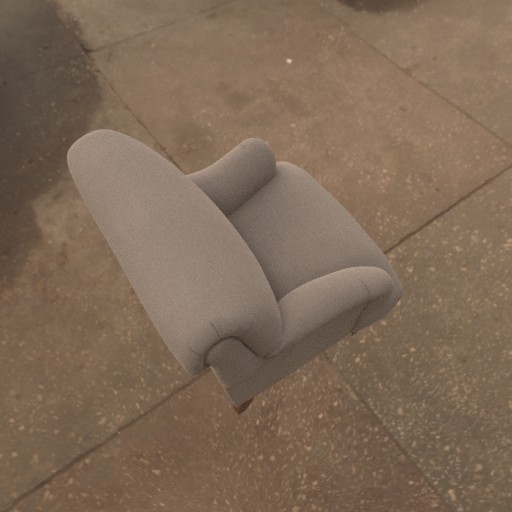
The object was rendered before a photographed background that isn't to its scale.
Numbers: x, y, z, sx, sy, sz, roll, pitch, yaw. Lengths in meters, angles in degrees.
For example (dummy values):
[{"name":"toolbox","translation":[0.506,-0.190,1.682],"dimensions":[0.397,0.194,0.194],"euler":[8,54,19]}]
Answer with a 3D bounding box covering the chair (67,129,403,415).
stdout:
[{"name":"chair","translation":[0.000,0.000,1.544],"dimensions":[0.842,0.942,0.766],"euler":[-29,62,-17]}]
